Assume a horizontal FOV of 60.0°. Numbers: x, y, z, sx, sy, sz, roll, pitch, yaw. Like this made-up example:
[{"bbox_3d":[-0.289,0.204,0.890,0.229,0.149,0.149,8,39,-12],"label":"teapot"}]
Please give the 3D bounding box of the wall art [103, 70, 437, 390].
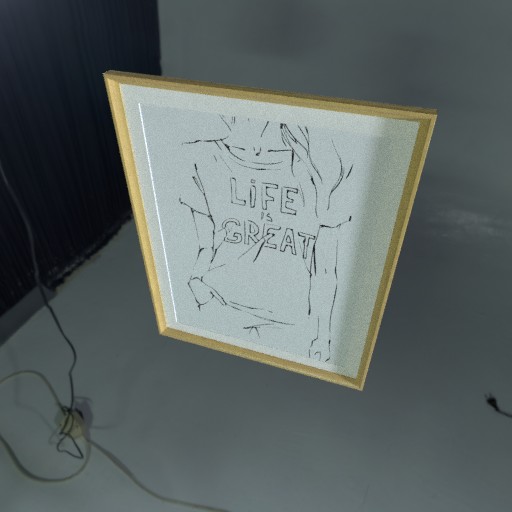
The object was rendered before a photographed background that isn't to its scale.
[{"bbox_3d":[0.000,0.000,1.346,0.798,1.002,0.030,12,42,14],"label":"wall art"}]
